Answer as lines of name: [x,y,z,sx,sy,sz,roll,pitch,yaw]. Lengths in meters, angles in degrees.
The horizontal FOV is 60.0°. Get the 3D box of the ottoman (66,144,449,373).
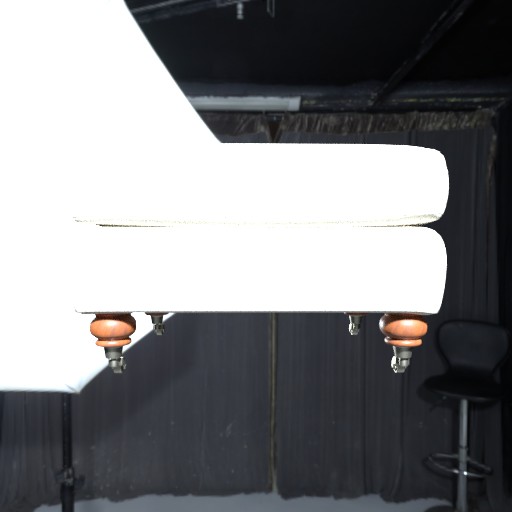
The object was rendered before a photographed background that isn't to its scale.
ottoman: [0.000,0.000,1.134,0.773,0.499,0.569,0,1,0]
